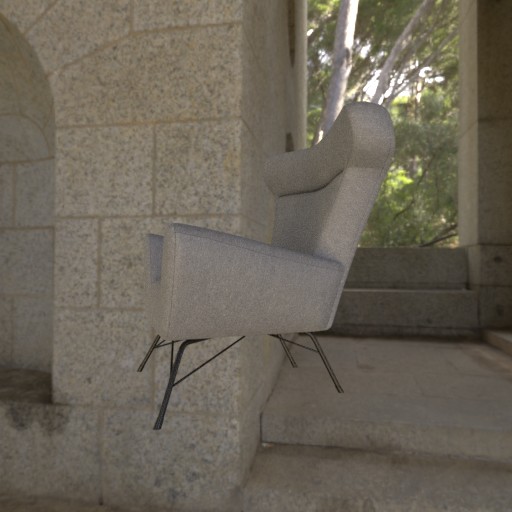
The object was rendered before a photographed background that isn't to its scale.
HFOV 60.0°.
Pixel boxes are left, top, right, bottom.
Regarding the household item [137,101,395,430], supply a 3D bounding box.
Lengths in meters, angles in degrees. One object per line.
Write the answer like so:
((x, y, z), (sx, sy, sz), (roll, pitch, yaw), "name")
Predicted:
((0.000, 0.000, 1.825), (0.900, 1.050, 0.980), (0, -1, -19), "household item")
